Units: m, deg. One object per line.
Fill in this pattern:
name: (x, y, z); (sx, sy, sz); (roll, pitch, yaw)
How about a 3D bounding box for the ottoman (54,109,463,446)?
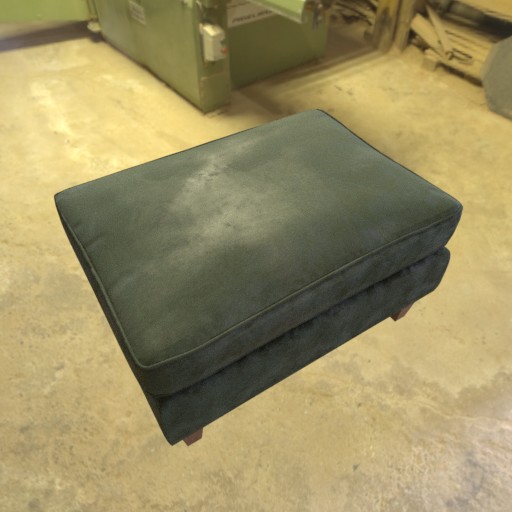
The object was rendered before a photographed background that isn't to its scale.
ottoman: (0.000, 0.000, 1.240); (0.864, 0.495, 0.632); (-24, 51, -22)
